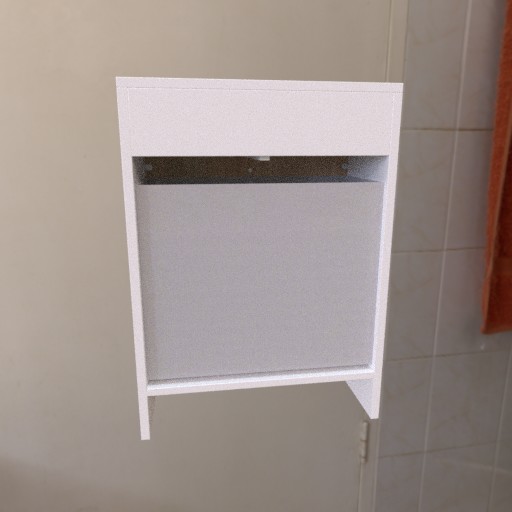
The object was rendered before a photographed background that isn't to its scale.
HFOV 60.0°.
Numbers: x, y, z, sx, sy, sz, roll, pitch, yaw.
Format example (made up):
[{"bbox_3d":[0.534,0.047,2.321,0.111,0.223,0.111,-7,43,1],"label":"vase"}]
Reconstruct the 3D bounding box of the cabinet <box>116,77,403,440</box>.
[{"bbox_3d":[0.000,0.000,1.148,0.600,0.815,0.296,-2,14,-8],"label":"cabinet"}]
